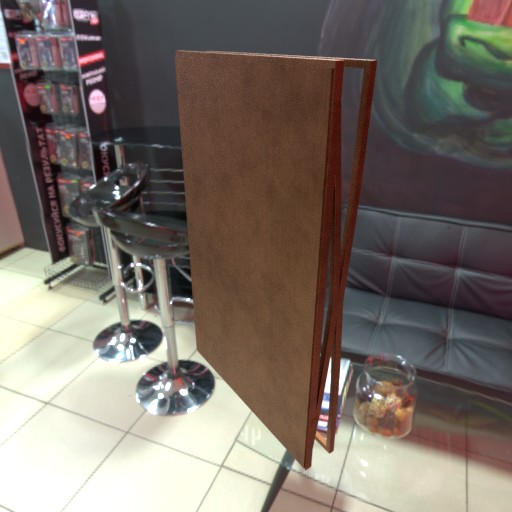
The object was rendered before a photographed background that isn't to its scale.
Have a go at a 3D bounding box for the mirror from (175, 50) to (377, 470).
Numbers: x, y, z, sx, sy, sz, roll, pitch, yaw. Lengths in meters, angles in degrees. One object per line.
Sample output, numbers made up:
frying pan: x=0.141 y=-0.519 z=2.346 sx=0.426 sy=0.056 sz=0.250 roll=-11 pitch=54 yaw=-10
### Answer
mirror: x=0.000 y=0.000 z=0.926 sx=0.082 sy=0.768 sz=0.468 roll=-17 pitch=31 yaw=-31
